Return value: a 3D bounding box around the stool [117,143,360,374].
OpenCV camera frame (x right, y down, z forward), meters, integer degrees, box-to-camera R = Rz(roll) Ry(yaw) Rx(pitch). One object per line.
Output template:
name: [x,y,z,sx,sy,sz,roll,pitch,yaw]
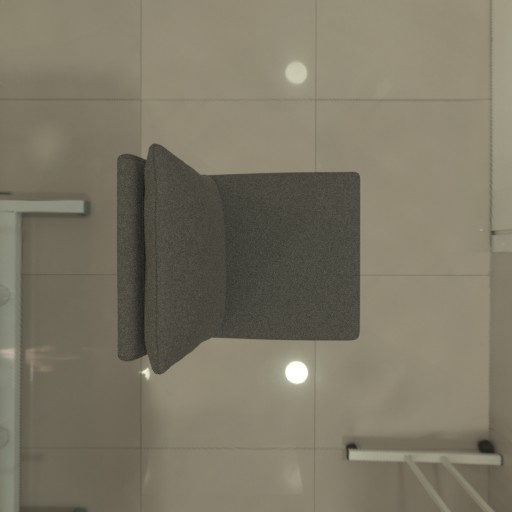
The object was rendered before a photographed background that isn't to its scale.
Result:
stool: [0.000,0.000,1.345,0.569,1.030,0.463,0,90,0]
